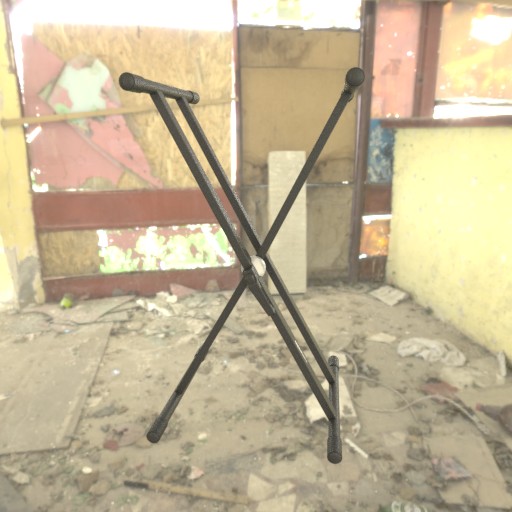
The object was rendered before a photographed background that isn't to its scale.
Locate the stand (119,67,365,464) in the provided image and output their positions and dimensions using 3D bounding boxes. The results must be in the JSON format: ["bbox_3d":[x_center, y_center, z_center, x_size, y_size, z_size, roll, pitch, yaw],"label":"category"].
[{"bbox_3d":[0.000,0.000,1.229,0.503,0.900,0.495,3,16,9],"label":"stand"}]
